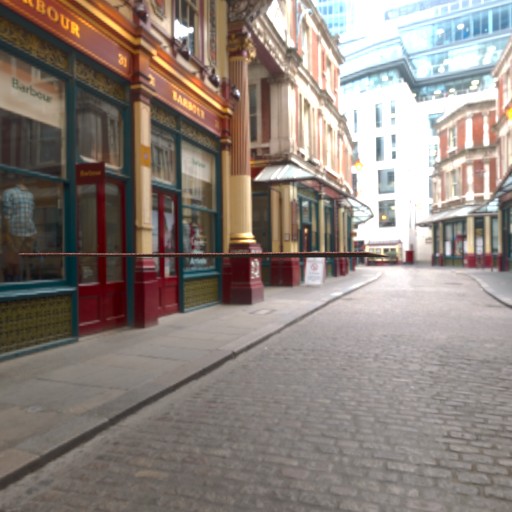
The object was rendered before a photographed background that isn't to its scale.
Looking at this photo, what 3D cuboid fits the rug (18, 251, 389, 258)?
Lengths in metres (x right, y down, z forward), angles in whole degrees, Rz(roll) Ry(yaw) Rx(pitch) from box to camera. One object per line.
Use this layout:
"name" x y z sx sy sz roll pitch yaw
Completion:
"rug" 0.000 0.000 5.080 2.803 0.025 3.965 0 0 19
